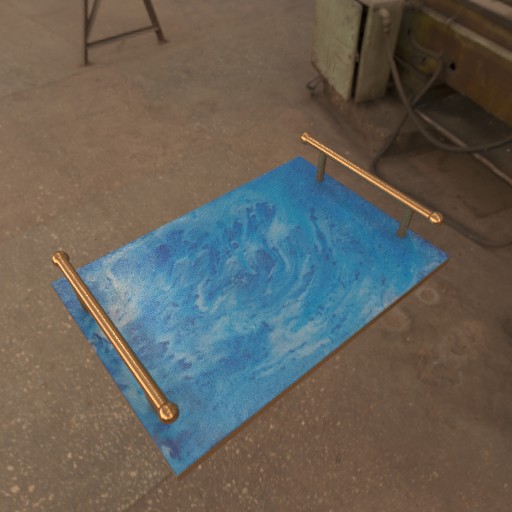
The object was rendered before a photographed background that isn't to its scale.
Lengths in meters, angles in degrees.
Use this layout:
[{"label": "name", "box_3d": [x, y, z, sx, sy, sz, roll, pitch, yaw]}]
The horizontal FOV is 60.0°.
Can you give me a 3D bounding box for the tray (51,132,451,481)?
[{"label": "tray", "box_3d": [0.000, 0.000, 0.571, 0.444, 0.084, 0.304, -31, 55, -25]}]
